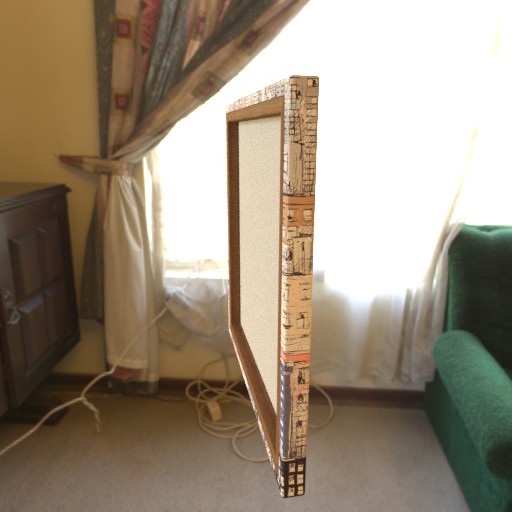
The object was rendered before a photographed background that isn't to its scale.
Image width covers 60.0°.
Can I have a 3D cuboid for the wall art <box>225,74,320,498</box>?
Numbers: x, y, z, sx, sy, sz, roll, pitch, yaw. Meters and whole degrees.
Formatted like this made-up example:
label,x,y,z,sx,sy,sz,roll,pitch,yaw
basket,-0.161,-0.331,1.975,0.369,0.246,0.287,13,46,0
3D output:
label,x,y,z,sx,sy,sz,roll,pitch,yaw
wall art,0.000,0.000,0.888,0.038,0.608,0.607,-3,16,-11
